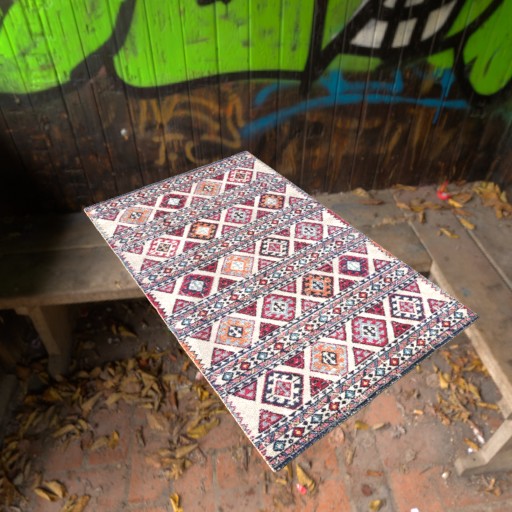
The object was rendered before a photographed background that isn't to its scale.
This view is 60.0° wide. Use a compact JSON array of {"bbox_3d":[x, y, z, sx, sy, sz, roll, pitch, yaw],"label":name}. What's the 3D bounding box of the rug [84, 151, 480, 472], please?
[{"bbox_3d":[0.000,0.000,3.028,1.545,0.010,2.440,-26,48,-26],"label":"rug"}]
